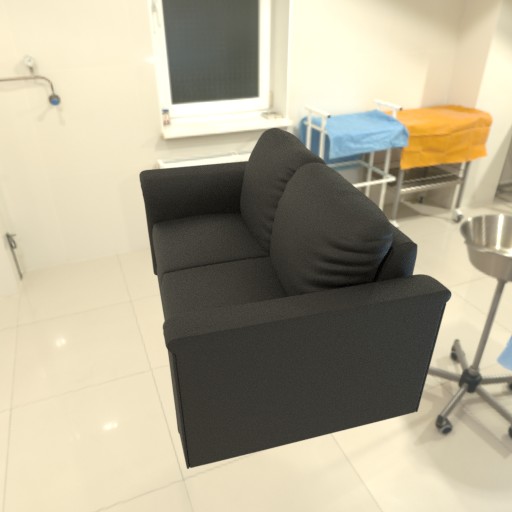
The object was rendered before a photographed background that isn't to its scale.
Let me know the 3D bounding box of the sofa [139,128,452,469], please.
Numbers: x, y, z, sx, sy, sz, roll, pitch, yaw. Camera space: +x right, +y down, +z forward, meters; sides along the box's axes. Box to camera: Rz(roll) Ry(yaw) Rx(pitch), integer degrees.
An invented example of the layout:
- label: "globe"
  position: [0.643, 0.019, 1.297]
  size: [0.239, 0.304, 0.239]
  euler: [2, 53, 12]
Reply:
- label: "sofa"
  position: [0.000, 0.000, 1.941]
  size: [0.887, 0.845, 1.386]
  euler: [-8, 31, -14]
